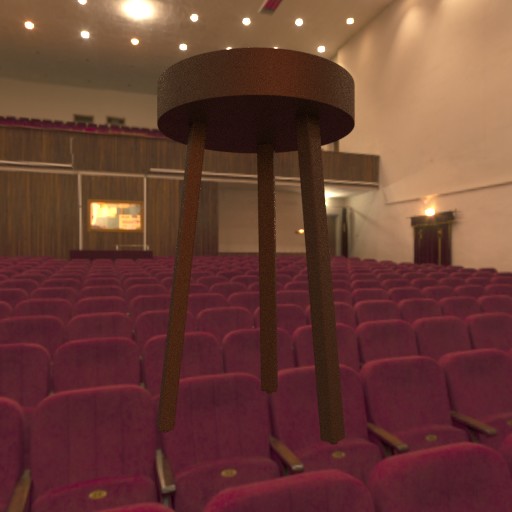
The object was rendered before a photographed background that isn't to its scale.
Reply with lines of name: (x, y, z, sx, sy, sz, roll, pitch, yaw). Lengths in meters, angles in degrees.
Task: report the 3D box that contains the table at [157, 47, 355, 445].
table: (0.000, 0.000, 0.932, 0.406, 0.686, 0.406, 0, 0, -19)
